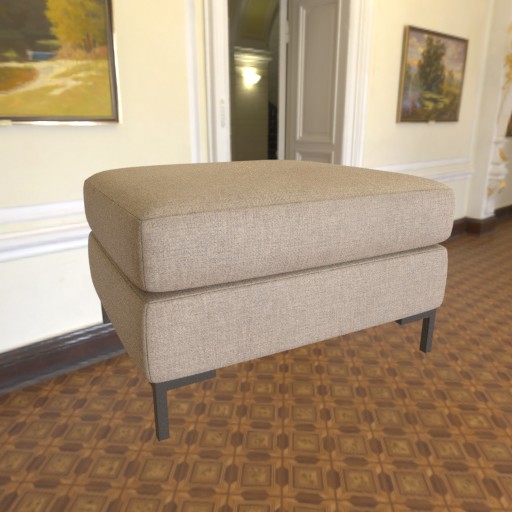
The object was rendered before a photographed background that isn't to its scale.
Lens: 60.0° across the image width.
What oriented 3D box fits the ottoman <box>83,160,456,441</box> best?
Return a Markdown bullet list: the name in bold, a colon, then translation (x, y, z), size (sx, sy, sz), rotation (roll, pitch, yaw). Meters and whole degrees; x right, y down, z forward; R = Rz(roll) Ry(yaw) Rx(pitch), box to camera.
- **ottoman**: translation (0.000, 0.000, 1.233), size (0.820, 0.490, 0.671), rotation (-9, 19, -27)
